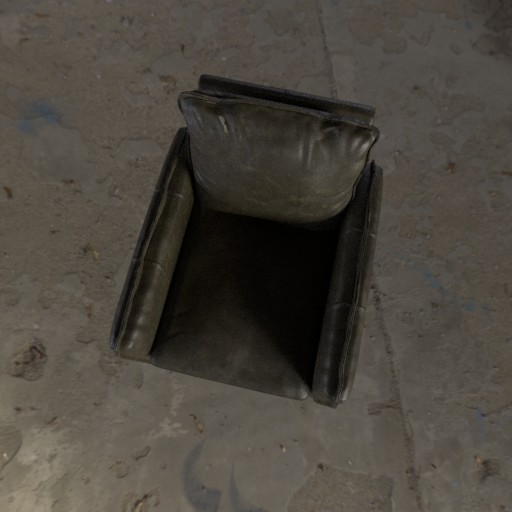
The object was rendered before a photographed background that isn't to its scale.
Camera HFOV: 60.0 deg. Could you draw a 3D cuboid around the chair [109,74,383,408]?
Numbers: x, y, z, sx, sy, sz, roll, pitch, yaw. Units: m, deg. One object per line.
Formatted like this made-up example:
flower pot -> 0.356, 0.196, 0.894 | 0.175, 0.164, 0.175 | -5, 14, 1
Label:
chair -> 0.000, 0.000, 1.613 | 0.830, 0.921, 0.921 | 12, 74, 3
